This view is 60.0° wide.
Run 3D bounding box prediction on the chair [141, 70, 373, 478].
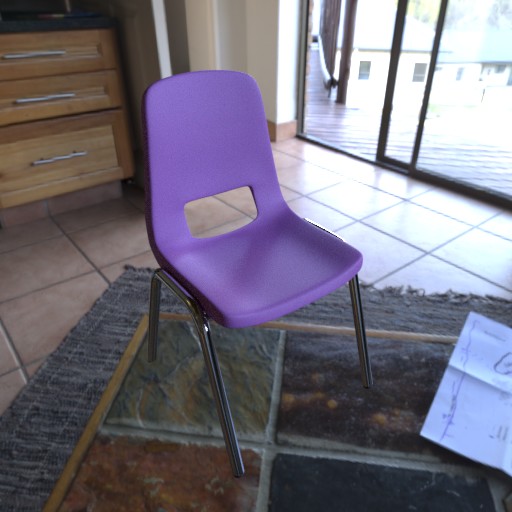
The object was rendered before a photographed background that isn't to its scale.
[{"bbox_3d":[0.000,0.000,0.676,0.291,0.493,0.301,-21,37,-31],"label":"chair"}]
